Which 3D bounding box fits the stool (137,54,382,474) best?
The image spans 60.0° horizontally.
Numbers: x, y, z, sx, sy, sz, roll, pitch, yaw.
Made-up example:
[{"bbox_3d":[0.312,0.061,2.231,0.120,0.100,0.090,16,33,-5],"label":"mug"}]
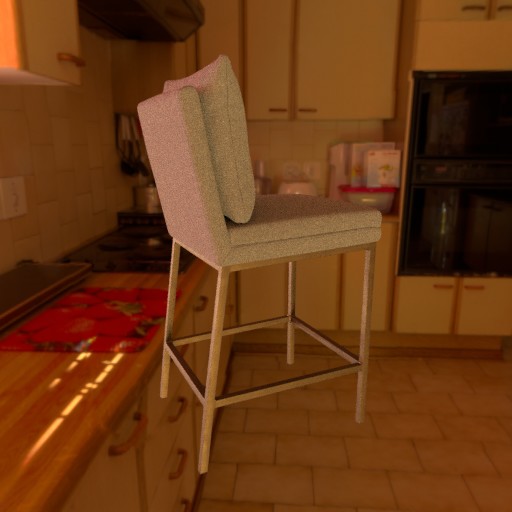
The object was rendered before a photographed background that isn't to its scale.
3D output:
[{"bbox_3d":[0.000,0.000,1.337,0.569,1.031,0.463,-7,16,-25],"label":"stool"}]
